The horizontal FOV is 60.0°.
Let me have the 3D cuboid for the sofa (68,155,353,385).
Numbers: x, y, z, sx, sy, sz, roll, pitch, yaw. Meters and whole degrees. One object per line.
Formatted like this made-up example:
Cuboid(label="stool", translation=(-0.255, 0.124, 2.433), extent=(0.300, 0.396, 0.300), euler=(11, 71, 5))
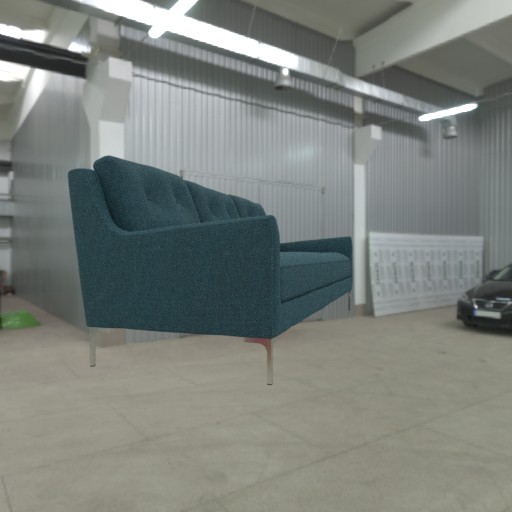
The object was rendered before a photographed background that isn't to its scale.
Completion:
Cuboid(label="sofa", translation=(0.000, 0.000, 2.537), extent=(0.849, 0.837, 2.060), euler=(0, 0, 19))
